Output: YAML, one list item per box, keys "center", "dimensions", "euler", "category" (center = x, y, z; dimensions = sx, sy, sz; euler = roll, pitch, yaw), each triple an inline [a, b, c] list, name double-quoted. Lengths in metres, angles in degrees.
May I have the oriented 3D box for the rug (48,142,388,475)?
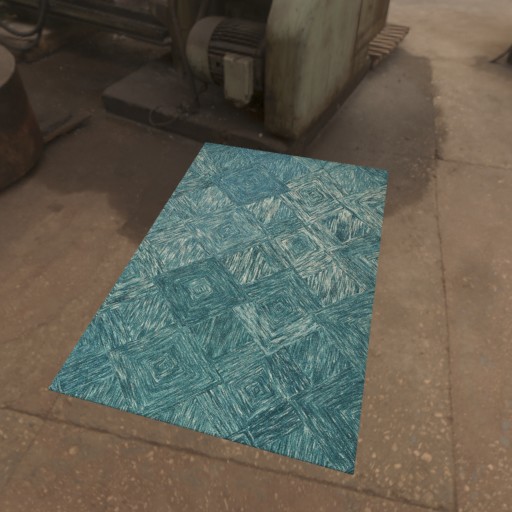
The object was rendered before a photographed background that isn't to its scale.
- center: [0.000, 0.000, 2.789]
  dimensions: [1.490, 0.015, 2.277]
  euler: [11, 48, 10]
  category: "rug"
